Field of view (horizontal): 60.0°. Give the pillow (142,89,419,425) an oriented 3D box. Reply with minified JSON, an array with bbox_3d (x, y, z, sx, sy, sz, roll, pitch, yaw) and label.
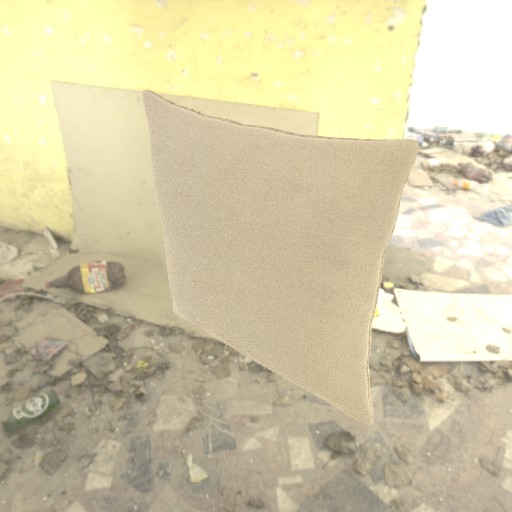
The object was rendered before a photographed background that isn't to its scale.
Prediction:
[{"bbox_3d":[0.000,0.000,0.793,0.523,0.510,0.166,23,38,33],"label":"pillow"}]
